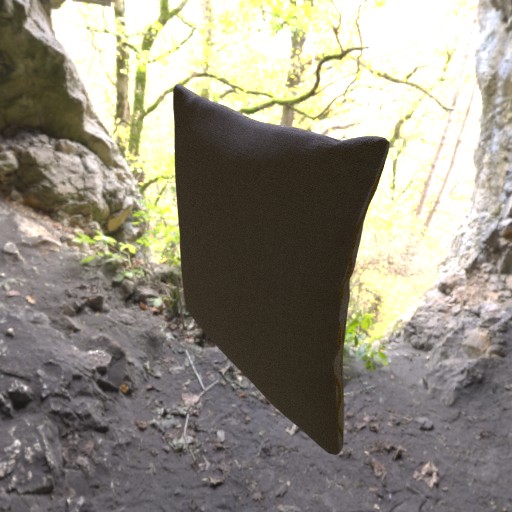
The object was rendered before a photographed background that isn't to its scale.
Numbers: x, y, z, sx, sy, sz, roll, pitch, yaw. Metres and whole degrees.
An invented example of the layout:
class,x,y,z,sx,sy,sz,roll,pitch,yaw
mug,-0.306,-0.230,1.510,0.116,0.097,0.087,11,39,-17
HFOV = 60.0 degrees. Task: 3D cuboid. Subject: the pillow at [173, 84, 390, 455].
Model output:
class,x,y,z,sx,sy,sz,roll,pitch,yaw
pillow,0.000,0.000,0.654,0.159,0.436,0.429,-19,34,-31
